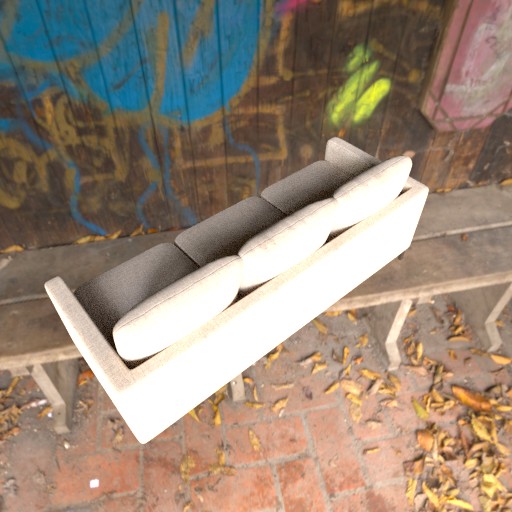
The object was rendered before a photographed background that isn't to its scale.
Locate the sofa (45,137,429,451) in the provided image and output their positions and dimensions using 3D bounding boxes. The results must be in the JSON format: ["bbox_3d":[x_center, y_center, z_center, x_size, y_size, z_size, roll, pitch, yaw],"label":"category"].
[{"bbox_3d":[0.000,0.000,2.732,2.218,0.874,0.859,-31,54,-27],"label":"sofa"}]
